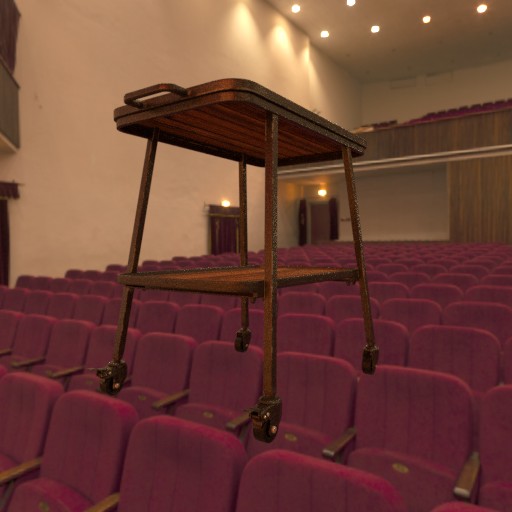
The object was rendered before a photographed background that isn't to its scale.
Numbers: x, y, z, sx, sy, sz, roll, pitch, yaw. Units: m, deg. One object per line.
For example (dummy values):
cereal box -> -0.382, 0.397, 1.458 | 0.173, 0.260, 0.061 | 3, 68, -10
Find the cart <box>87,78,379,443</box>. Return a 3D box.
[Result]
cart -> 0.000, 0.000, 1.233 | 0.515, 0.700, 0.806 | 1, 2, 35
